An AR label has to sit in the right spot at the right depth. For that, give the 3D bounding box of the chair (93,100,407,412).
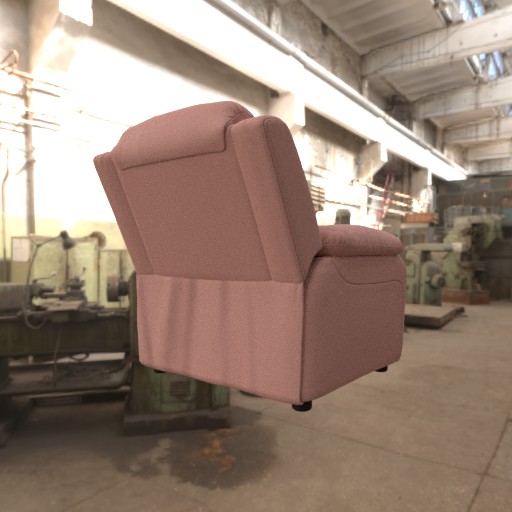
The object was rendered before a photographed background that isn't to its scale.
[{"bbox_3d":[0.000,0.000,1.291,0.680,0.702,0.709,1,1,38],"label":"chair"}]
